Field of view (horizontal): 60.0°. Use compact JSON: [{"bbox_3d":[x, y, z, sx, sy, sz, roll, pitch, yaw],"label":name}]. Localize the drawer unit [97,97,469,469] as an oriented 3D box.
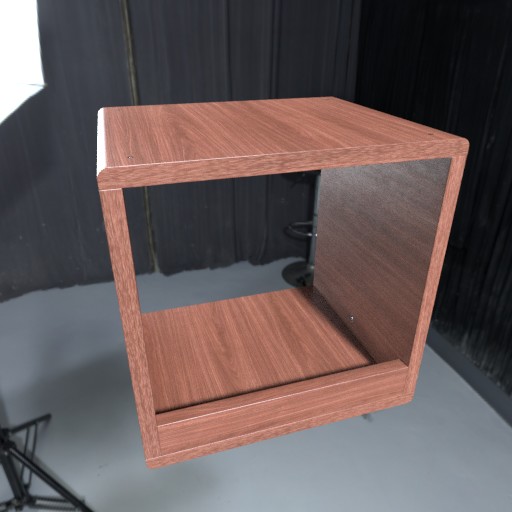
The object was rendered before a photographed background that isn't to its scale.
[{"bbox_3d":[0.000,0.000,0.590,0.349,0.351,0.290,-8,29,-15],"label":"drawer unit"}]
